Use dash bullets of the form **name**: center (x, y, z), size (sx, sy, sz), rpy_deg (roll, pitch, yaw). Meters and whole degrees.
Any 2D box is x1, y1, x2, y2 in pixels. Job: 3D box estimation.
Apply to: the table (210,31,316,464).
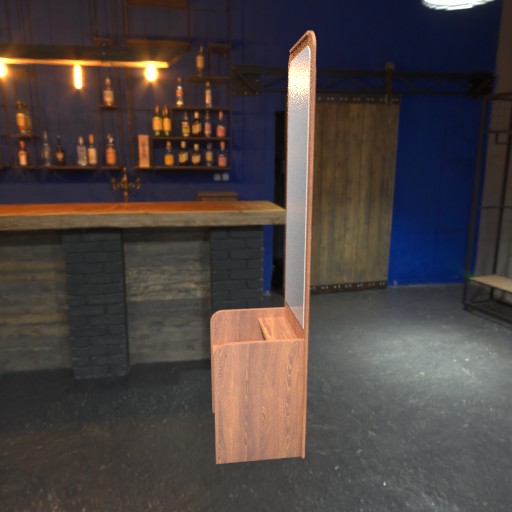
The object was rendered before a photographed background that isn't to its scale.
- **table**: center (0.000, 0.000, 2.029), size (0.420, 1.830, 0.450), rpy_deg (-2, 13, -7)
